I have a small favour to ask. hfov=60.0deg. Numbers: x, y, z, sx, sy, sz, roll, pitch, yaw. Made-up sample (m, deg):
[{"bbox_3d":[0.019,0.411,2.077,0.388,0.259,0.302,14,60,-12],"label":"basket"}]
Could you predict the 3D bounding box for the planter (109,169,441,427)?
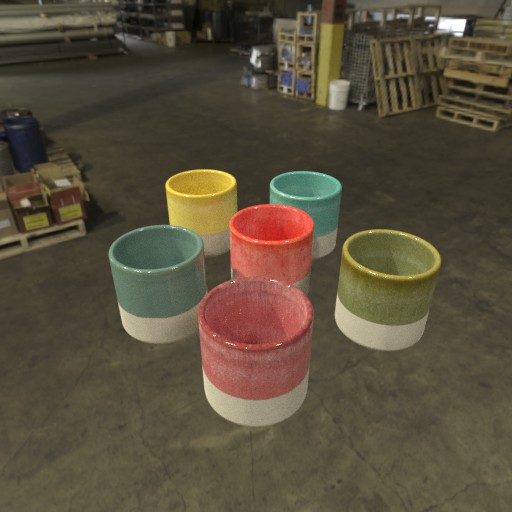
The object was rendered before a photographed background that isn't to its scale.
[{"bbox_3d":[0.000,0.000,0.413,0.257,0.075,0.286,-21,37,-30],"label":"planter"}]
